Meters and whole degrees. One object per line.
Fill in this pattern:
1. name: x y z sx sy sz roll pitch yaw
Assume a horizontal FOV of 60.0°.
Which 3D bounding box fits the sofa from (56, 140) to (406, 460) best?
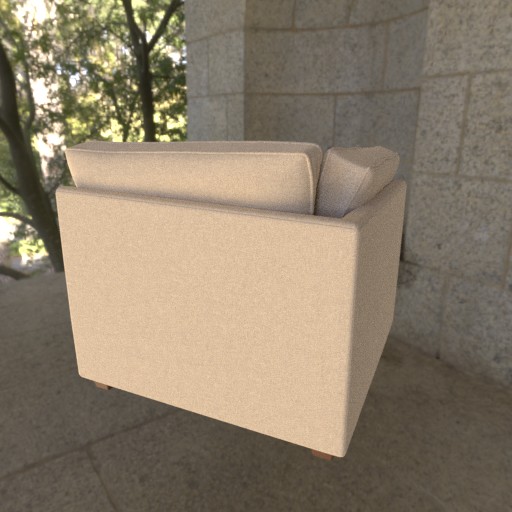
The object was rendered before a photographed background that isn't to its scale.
1. sofa: 0.000 0.000 1.814 1.042 0.937 1.050 7 18 24
